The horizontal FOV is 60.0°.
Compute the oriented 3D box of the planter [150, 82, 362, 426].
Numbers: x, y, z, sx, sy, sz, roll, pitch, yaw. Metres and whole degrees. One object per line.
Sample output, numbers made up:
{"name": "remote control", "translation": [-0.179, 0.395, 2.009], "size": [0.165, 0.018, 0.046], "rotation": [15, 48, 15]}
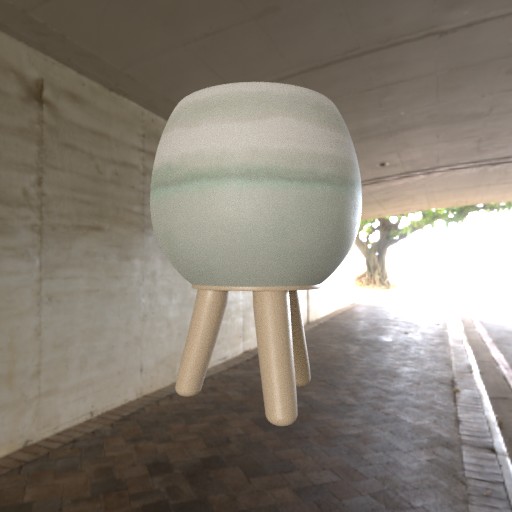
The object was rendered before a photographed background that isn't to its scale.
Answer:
{"name": "planter", "translation": [0.000, 0.000, 0.346], "size": [0.161, 0.224, 0.161], "rotation": [0, -1, 0]}
